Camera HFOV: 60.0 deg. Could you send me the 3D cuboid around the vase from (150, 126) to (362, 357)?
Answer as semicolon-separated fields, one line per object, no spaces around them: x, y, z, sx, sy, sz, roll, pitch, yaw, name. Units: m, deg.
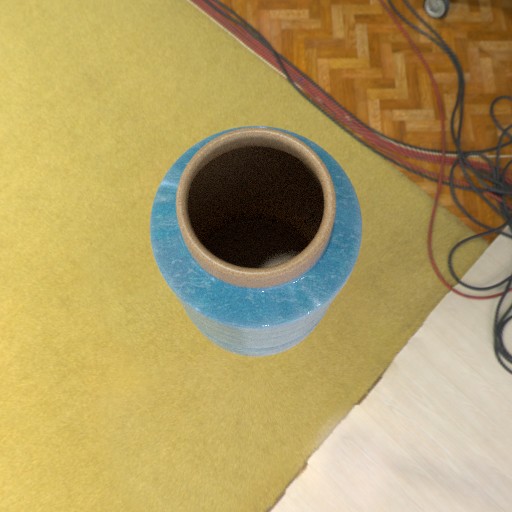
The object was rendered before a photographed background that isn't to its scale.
0.000;0.000;0.377;0.163;0.267;0.163;0;76;0;vase
